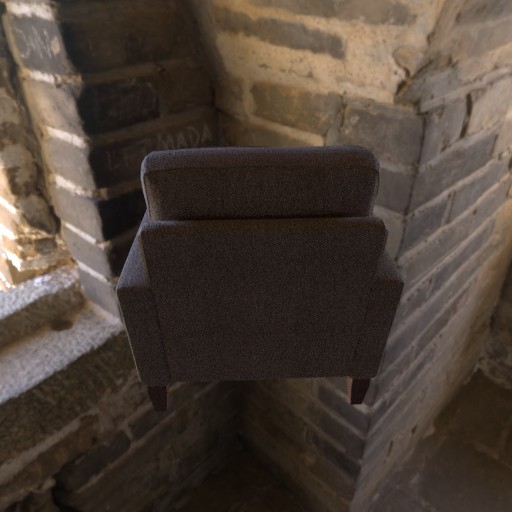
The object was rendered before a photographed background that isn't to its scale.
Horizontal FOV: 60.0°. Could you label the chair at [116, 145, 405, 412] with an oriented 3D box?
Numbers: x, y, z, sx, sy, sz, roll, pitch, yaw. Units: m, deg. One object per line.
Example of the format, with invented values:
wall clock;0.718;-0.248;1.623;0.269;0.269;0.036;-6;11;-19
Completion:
chair;0.000;0.000;1.698;0.855;0.993;0.897;-1;30;-2
